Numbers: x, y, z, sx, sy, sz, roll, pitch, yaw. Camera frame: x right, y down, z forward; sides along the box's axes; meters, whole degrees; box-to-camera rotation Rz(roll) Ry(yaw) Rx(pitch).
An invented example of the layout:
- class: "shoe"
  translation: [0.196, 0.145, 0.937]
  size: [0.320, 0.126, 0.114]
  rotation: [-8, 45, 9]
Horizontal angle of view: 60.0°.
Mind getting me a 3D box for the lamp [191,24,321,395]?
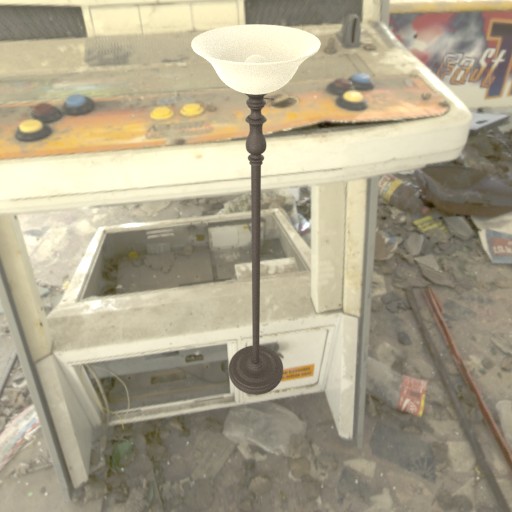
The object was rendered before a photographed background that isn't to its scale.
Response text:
- class: "lamp"
  translation: [0.000, 0.000, 1.988]
  size: [0.405, 1.797, 0.405]
  rotation: [11, 43, 12]
